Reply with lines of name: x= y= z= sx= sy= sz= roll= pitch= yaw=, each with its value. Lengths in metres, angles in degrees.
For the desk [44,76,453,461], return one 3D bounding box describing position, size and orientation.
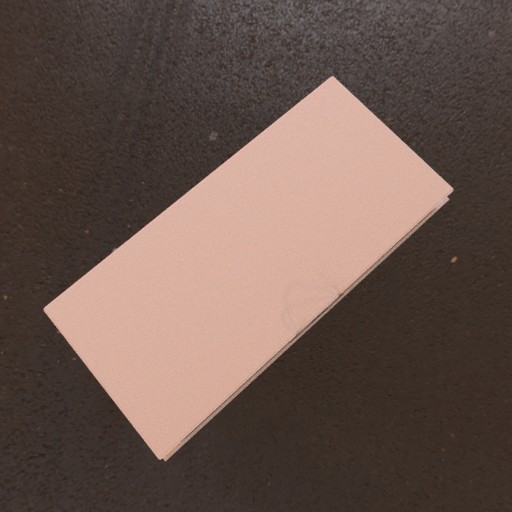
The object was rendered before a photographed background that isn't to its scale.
desk: x=0.000 y=0.000 z=2.276 sx=1.900 sy=0.526 sz=0.900 roll=-41 pitch=79 yaw=-9
